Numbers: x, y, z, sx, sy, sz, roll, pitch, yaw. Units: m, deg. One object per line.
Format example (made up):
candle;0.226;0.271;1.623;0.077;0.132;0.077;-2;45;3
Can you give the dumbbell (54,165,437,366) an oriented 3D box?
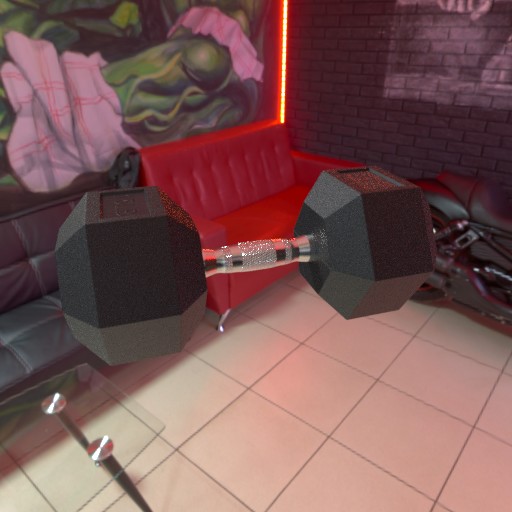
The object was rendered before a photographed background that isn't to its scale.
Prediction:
dumbbell;0.000;0.000;0.338;0.271;0.106;0.122;-8;28;-16
